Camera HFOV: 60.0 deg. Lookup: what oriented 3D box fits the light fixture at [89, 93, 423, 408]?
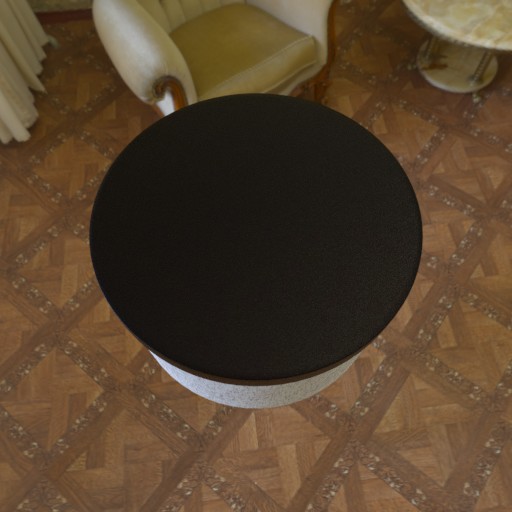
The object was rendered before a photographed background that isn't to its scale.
[{"bbox_3d":[0.000,0.000,0.624,0.389,0.229,0.389,0,63,0],"label":"light fixture"}]
